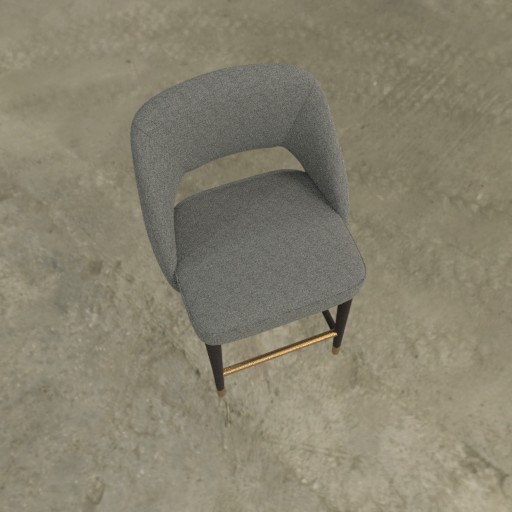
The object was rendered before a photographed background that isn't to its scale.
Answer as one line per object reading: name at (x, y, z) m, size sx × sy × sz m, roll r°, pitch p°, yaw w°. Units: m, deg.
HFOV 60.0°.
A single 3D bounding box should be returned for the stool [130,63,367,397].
stool at (0.000, 0.000, 1.297) m, size 0.536 × 0.925 × 0.524 m, roll -18°, pitch 64°, yaw -9°
